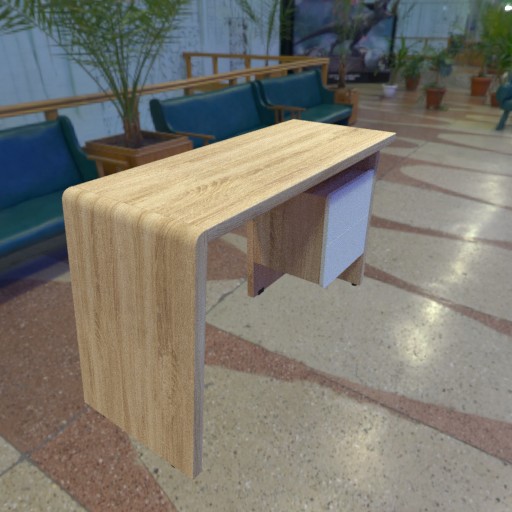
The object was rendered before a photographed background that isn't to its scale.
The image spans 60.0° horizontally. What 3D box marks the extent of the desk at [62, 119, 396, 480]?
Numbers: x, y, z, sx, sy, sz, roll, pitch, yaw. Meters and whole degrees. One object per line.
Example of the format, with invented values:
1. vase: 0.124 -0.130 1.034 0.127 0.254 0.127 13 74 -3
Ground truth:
1. desk: 0.000 0.000 1.675 0.500 0.750 1.300 19 33 31
